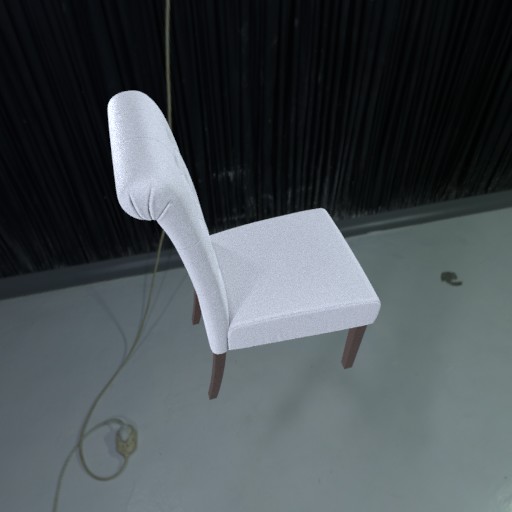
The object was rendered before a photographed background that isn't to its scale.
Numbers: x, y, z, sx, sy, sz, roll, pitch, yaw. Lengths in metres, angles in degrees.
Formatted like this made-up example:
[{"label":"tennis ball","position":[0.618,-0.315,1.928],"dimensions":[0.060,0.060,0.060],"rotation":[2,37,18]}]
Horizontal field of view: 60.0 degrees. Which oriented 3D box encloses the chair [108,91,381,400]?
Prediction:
[{"label":"chair","position":[0.000,0.000,1.382],"dimensions":[0.671,1.006,0.456],"rotation":[-12,48,-11]}]
